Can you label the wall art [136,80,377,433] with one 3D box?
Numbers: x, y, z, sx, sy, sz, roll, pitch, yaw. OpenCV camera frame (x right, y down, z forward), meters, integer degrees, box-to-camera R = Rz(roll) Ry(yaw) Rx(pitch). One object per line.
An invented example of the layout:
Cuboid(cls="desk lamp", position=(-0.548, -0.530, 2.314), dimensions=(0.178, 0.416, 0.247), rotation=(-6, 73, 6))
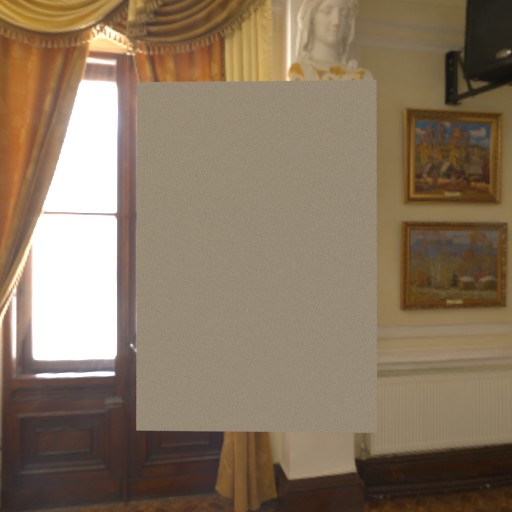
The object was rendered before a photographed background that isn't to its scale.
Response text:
Cuboid(cls="wall art", position=(0.000, 0.000, 0.604), dimensions=(0.325, 0.474, 0.010), rotation=(0, 0, 1))
